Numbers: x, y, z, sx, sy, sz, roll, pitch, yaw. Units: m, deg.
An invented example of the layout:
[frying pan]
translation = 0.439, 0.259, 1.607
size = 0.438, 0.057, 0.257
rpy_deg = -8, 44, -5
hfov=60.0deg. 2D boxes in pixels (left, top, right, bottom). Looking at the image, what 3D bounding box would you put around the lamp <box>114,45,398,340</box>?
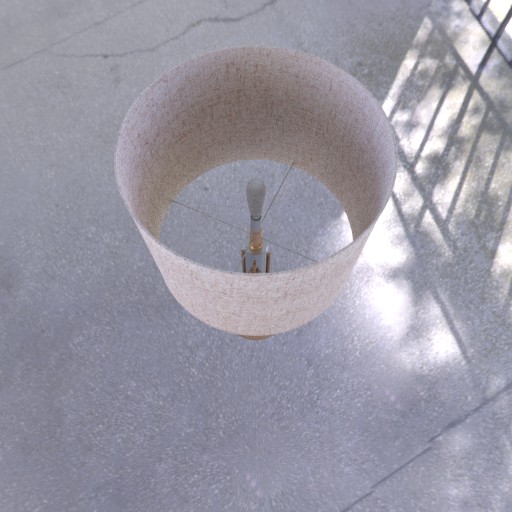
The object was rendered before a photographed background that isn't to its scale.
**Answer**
[lamp]
translation = 0.000, 0.000, 0.783
size = 0.321, 0.610, 0.321
rpy_deg = -17, 67, -7
